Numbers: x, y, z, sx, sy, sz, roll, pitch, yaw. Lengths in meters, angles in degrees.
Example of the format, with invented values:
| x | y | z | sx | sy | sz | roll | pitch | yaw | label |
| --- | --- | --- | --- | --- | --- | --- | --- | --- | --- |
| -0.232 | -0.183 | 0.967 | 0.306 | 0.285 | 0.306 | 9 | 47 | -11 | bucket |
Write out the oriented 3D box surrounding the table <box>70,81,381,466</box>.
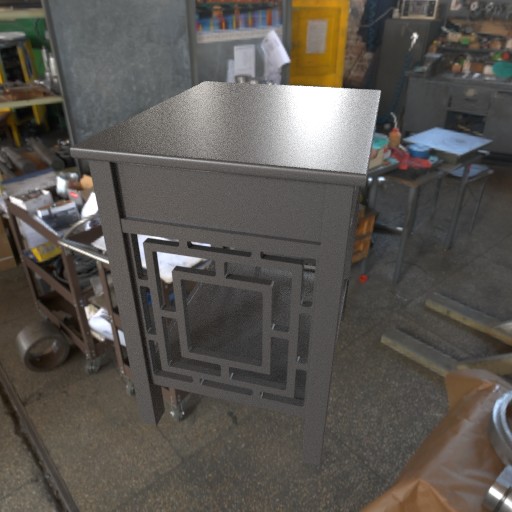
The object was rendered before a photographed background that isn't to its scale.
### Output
| x | y | z | sx | sy | sz | roll | pitch | yaw | label |
| --- | --- | --- | --- | --- | --- | --- | --- | --- | --- |
| 0.000 | 0.000 | 1.018 | 0.451 | 0.646 | 0.564 | 8 | 32 | 13 | table |
